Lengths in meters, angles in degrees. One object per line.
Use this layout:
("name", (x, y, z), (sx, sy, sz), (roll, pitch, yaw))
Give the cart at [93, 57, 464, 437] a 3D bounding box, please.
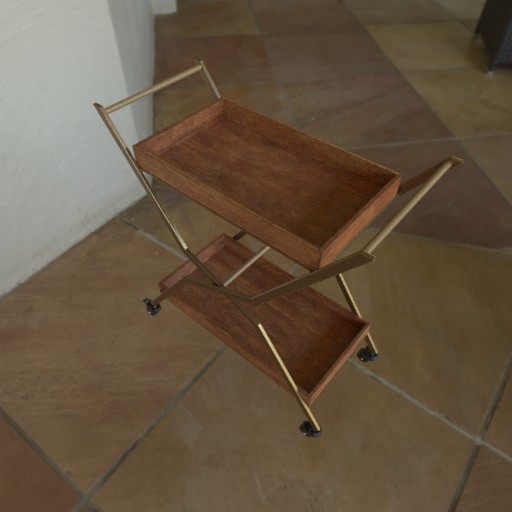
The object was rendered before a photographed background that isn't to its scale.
("cart", (0.000, 0.000, 1.342), (0.836, 0.869, 0.405), (32, 55, 26))
